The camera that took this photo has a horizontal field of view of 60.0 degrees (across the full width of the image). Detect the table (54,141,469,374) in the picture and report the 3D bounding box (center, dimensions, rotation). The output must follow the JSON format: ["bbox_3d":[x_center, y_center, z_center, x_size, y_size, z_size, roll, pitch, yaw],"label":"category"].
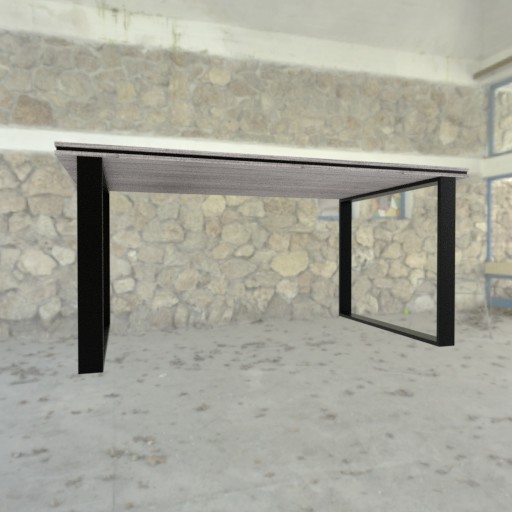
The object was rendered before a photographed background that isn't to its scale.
[{"bbox_3d":[0.000,0.000,2.037,1.579,0.736,0.881,0,1,-17],"label":"table"}]
